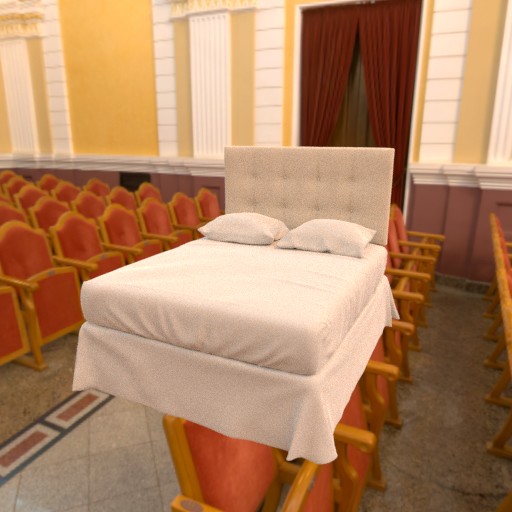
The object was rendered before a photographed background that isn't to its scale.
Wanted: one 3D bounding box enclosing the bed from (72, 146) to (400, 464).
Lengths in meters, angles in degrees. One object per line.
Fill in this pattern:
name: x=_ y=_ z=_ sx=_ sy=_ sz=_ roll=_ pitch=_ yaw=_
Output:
bed: x=0.000 y=0.000 z=3.397 sx=1.936 sy=1.577 sz=2.222 roll=7 pitch=17 yaw=25
